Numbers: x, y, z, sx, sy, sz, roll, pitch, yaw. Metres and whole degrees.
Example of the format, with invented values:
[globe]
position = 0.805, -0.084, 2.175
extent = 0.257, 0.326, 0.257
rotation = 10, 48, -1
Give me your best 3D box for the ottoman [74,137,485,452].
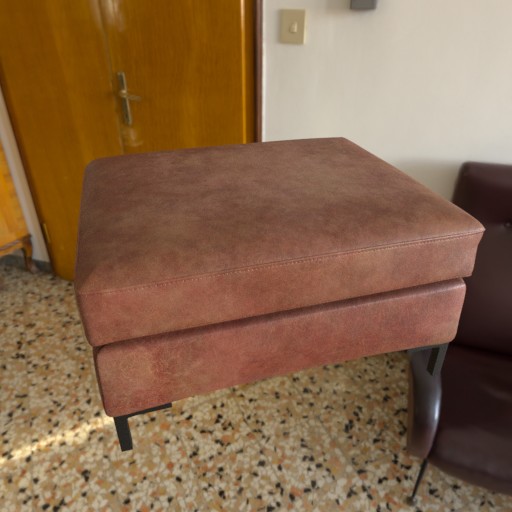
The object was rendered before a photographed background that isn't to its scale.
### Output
[ottoman]
position = 0.000, 0.000, 1.703
extent = 1.186, 0.667, 0.965
rotation = -9, 32, -14
